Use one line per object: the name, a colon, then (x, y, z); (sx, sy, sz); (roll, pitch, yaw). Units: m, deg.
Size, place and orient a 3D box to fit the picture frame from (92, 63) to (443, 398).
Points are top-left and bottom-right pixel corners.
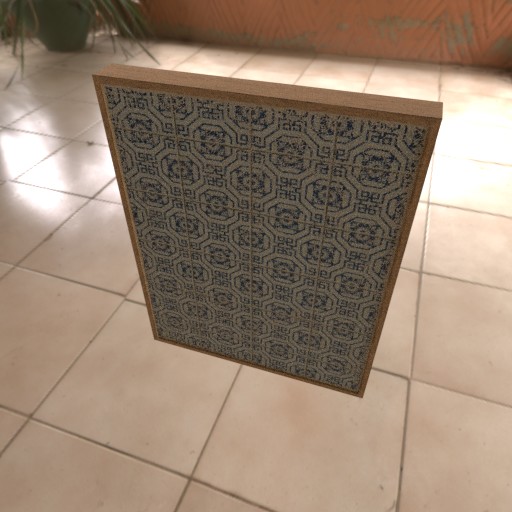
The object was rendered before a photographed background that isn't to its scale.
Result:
picture frame: (0.000, 0.000, 0.696); (0.421, 0.526, 0.046); (12, 42, 14)
